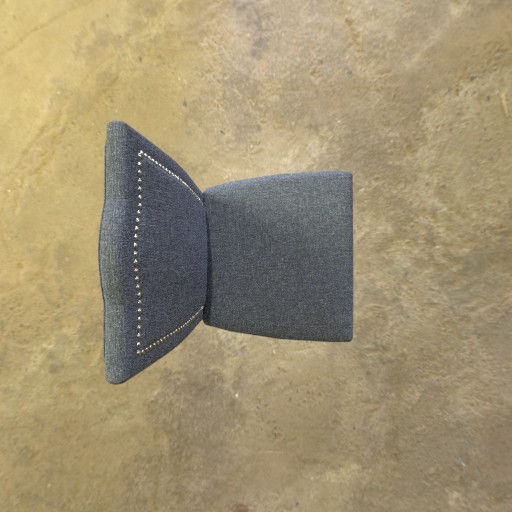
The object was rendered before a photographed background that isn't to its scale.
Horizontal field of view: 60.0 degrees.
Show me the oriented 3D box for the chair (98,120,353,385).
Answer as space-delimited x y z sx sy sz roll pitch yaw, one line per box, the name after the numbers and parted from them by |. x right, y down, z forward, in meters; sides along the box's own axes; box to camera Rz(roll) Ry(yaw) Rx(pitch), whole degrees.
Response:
0.000 0.000 1.269 0.589 0.946 0.518 0 89 1 | chair
